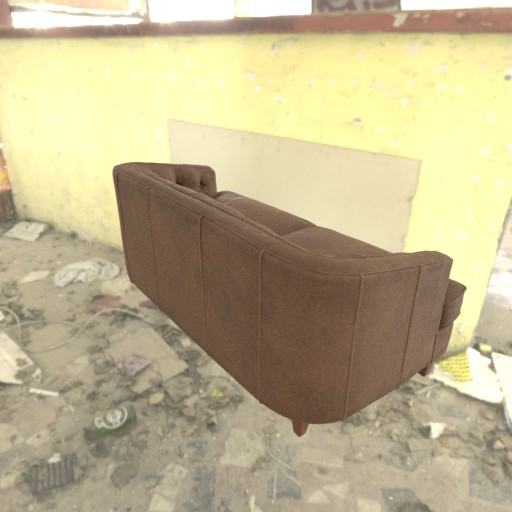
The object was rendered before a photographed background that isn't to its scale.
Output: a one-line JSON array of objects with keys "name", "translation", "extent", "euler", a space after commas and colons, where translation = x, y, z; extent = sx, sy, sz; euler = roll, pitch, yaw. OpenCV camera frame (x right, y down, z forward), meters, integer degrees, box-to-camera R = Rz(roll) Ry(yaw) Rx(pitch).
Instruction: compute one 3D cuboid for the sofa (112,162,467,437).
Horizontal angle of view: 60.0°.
[{"name": "sofa", "translation": [0.000, 0.000, 2.237], "extent": [0.917, 0.799, 1.767], "euler": [-18, 31, -33]}]
